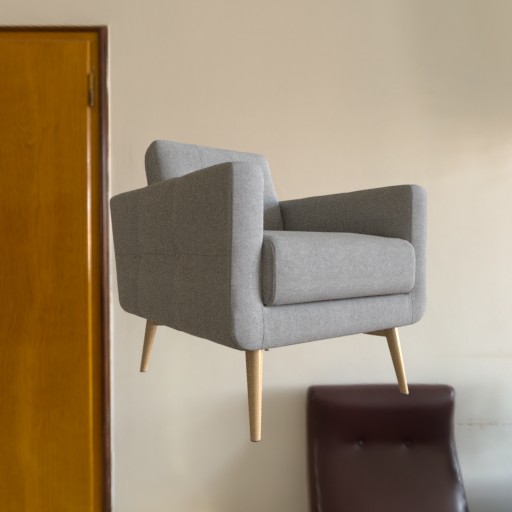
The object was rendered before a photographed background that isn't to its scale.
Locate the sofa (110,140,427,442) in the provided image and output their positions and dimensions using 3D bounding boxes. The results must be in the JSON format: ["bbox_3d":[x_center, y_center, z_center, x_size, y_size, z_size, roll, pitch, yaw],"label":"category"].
[{"bbox_3d":[0.000,0.000,1.551,0.770,0.860,0.920,-1,1,-35],"label":"sofa"}]
